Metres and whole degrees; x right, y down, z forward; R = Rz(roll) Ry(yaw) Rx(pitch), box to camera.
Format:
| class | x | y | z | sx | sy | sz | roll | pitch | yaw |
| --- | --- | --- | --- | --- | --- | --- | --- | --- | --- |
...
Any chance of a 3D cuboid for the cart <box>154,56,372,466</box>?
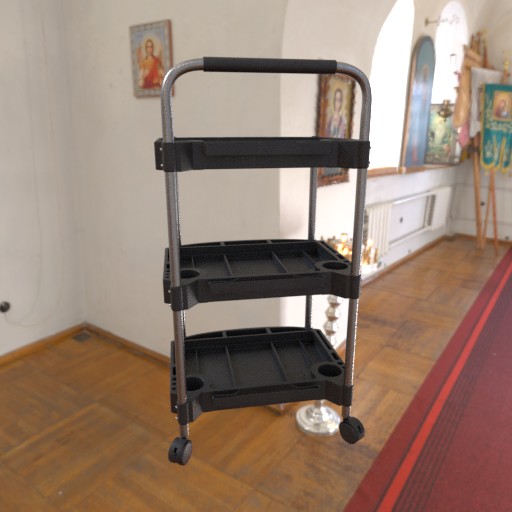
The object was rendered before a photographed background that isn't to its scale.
| class | x | y | z | sx | sy | sz | roll | pitch | yaw |
| --- | --- | --- | --- | --- | --- | --- | --- | --- | --- |
| cart | 0.000 | 0.000 | 1.371 | 0.584 | 1.075 | 0.518 | -3 | 17 | -10 |
